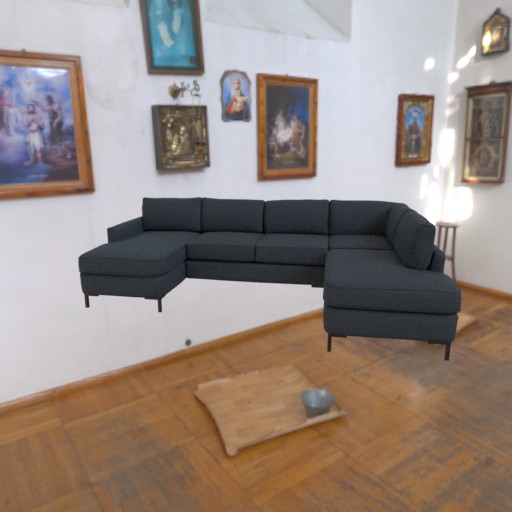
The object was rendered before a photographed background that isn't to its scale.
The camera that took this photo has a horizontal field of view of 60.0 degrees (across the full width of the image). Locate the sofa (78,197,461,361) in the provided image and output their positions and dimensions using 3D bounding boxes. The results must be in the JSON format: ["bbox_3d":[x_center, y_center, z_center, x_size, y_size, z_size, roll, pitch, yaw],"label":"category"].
[{"bbox_3d":[0.000,0.000,3.931,2.975,0.858,1.984,2,13,10],"label":"sofa"}]
